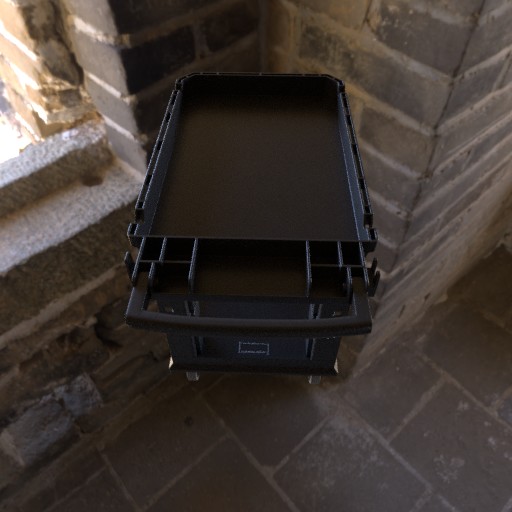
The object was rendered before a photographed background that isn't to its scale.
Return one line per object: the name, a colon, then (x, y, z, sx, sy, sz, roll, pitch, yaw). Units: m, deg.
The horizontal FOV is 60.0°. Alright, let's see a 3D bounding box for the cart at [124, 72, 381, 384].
cart: (0.000, 0.000, 1.736, 0.674, 0.884, 1.239, 1, 48, 1)
